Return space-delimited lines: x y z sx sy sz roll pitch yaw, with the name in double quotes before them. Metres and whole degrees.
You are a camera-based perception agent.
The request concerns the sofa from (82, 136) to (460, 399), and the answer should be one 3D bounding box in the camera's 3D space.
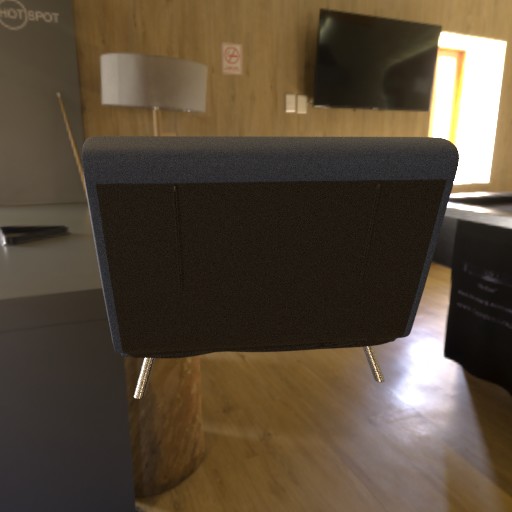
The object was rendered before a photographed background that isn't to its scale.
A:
"sofa" 0.000 0.000 1.678 0.999 0.860 0.996 -2 14 -7
